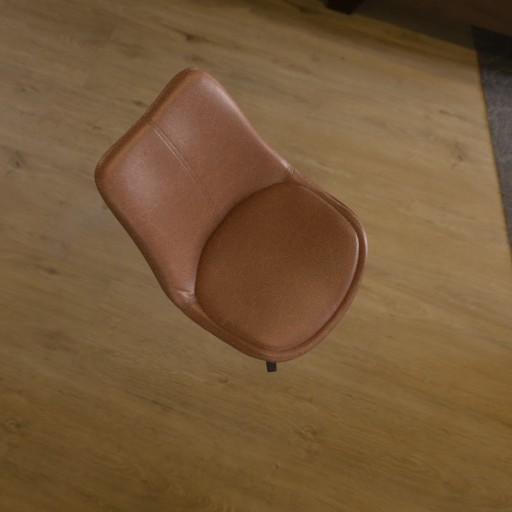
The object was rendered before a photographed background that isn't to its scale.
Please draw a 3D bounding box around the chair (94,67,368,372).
[{"bbox_3d":[0.000,0.000,1.188,0.550,0.850,0.475,35,78,9],"label":"chair"}]
